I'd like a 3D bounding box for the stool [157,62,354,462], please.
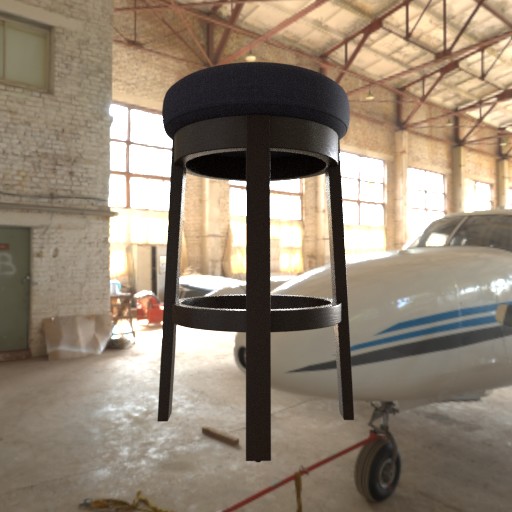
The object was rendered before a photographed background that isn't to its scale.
[{"bbox_3d":[0.000,0.000,1.030,0.446,0.758,0.446,0,0,0],"label":"stool"}]
